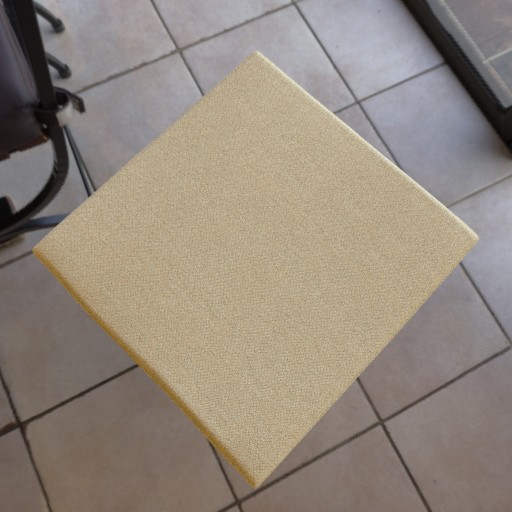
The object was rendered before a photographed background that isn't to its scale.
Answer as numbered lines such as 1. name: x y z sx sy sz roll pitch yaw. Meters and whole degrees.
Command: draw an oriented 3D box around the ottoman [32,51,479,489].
1. ottoman: 0.000 0.000 1.504 0.968 0.379 1.004 43 80 9
